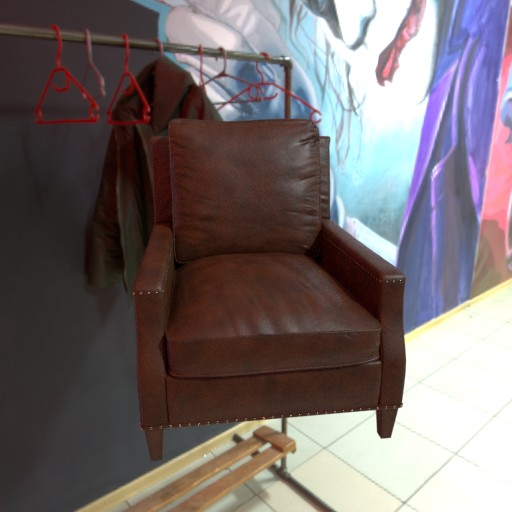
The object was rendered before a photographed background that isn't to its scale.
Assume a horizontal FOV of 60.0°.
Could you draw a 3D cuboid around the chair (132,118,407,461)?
[{"bbox_3d":[0.000,0.000,1.753,0.854,1.054,1.035,-2,16,-8],"label":"chair"}]
